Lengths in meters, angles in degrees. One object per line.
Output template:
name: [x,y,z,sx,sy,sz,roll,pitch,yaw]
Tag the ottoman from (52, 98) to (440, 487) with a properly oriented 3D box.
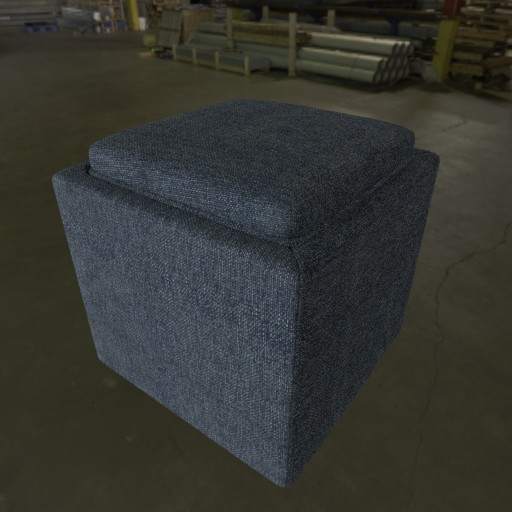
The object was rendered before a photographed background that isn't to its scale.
ottoman: [0.000,0.000,0.792,0.450,0.460,0.450,22,38,30]
